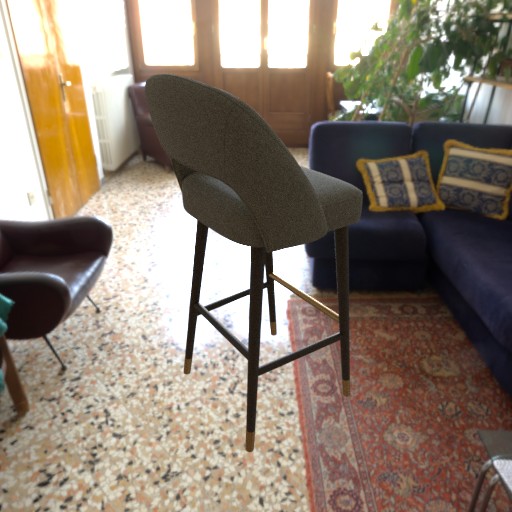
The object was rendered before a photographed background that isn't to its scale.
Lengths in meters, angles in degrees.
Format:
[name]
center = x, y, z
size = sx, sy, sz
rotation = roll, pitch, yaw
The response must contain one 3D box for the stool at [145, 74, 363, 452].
[stool]
center = 0.000, 0.000, 1.404
size = 0.524, 1.089, 0.536
rotation = -17, 32, -31
